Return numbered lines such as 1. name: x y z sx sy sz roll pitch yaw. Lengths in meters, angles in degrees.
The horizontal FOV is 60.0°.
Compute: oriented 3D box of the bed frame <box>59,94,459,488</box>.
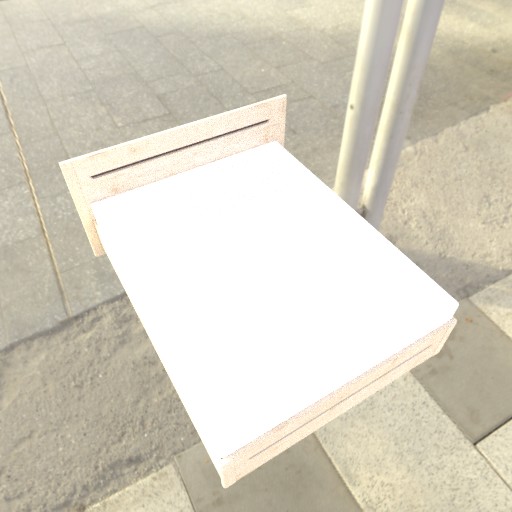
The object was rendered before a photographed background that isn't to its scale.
1. bed frame: 0.000 0.000 2.978 1.800 0.900 2.080 -24 52 -20
